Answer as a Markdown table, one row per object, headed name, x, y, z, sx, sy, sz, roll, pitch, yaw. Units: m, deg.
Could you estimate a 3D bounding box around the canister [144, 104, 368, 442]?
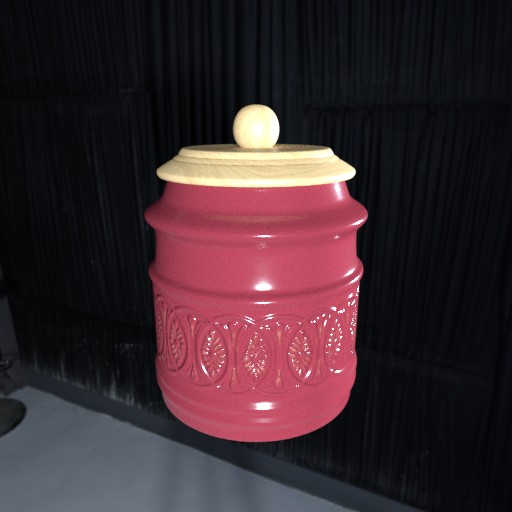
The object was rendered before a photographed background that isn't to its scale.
| name | x | y | z | sx | sy | sz | roll | pitch | yaw |
| --- | --- | --- | --- | --- | --- | --- | --- | --- | --- |
| canister | 0.000 | 0.000 | 0.273 | 0.130 | 0.176 | 0.130 | 0 | 17 | 0 |
